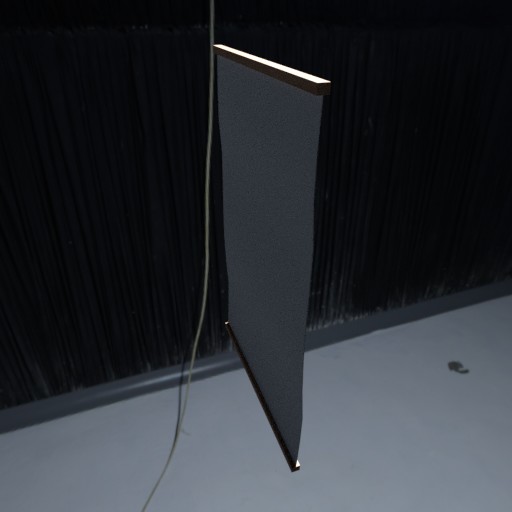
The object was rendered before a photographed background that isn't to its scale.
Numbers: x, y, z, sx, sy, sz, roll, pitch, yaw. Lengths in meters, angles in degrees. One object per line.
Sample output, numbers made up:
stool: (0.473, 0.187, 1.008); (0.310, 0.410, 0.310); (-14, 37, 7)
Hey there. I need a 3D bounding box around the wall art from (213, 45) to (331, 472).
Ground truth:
wall art: (0.000, 0.000, 0.621); (0.012, 0.508, 0.332); (-10, 32, -17)
